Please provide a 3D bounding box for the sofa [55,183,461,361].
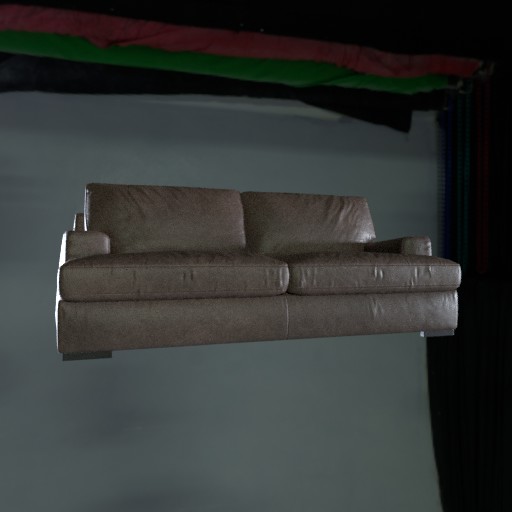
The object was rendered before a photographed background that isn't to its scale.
[{"bbox_3d":[0.000,0.000,2.782,2.261,0.941,1.143,0,0,-18],"label":"sofa"}]
